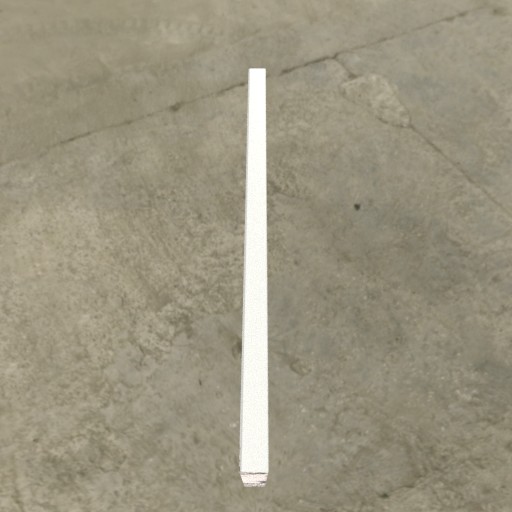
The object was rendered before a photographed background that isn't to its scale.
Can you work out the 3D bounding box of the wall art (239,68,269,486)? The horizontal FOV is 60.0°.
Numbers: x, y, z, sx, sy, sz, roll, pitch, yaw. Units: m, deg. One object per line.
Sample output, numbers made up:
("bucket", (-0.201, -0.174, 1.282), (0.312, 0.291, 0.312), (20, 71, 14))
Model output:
("wall art", (0.000, 0.000, 0.846), (0.036, 0.256, 0.766), (0, 59, 0))
